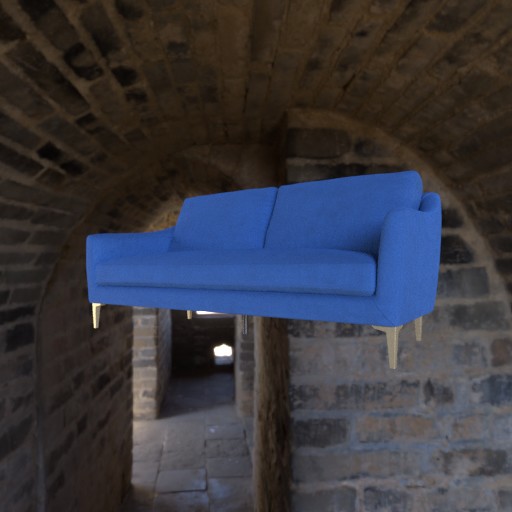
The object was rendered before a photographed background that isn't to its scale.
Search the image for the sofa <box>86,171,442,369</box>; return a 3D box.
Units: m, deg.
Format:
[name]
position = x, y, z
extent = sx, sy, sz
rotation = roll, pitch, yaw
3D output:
[sofa]
position = 0.000, 0.000, 2.601
extent = 2.036, 0.903, 0.960
rotation = -1, -2, 36
